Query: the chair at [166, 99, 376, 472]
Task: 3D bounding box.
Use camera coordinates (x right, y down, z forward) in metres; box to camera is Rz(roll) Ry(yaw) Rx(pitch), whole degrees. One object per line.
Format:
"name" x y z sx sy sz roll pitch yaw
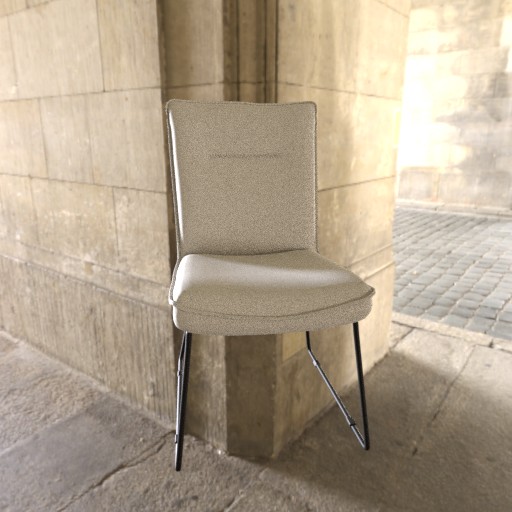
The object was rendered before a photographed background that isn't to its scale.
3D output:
"chair" 0.000 0.000 1.336 0.515 0.930 0.688 -2 16 -8
